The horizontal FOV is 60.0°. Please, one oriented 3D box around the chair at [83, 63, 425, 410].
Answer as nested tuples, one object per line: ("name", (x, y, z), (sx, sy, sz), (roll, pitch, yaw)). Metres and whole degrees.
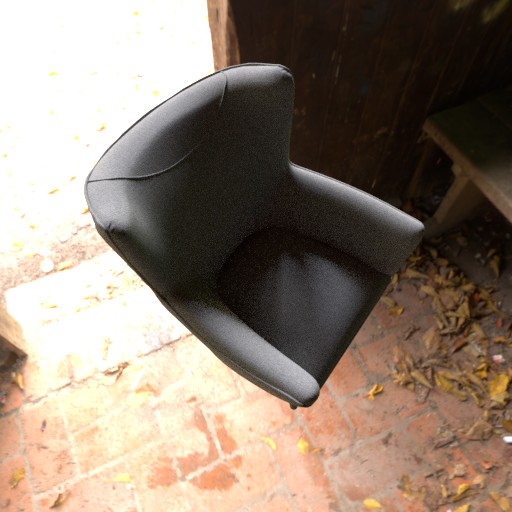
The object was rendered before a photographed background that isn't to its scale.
("chair", (0.000, 0.000, 1.567), (0.888, 0.933, 0.781), (32, 64, 18))
